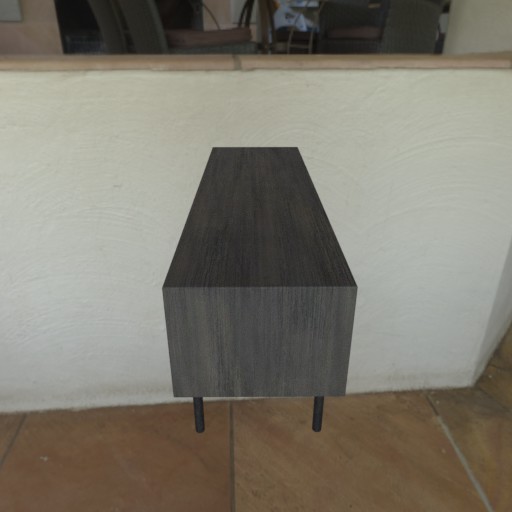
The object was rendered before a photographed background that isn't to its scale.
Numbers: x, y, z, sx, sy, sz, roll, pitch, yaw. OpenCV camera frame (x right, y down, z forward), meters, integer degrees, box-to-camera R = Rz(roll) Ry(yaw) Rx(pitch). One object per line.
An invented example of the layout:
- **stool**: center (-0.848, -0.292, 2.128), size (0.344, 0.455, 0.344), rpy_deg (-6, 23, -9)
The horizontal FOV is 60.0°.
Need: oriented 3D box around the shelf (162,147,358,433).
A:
- **shelf**: center (0.000, 0.000, 1.585), size (0.400, 0.495, 1.300), rpy_deg (0, 26, 0)
